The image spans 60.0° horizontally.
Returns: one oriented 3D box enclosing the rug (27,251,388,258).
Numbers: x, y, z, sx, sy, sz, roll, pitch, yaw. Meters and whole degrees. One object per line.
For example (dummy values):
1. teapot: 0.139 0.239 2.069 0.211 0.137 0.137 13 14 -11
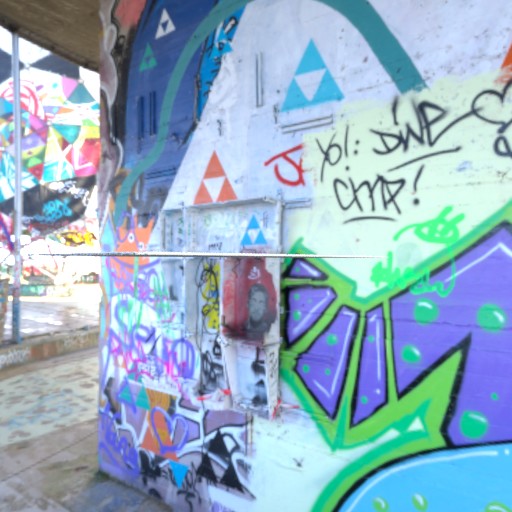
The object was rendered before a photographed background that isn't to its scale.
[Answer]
1. rug: 0.000 0.000 2.767 0.786 0.013 2.480 0 -1 37
